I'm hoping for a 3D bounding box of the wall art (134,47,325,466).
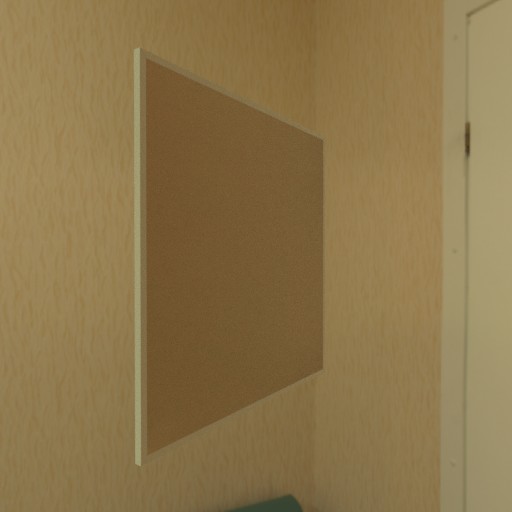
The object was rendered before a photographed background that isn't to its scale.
[{"bbox_3d":[0.000,0.000,0.822,0.012,0.557,0.557,0,1,35],"label":"wall art"}]
